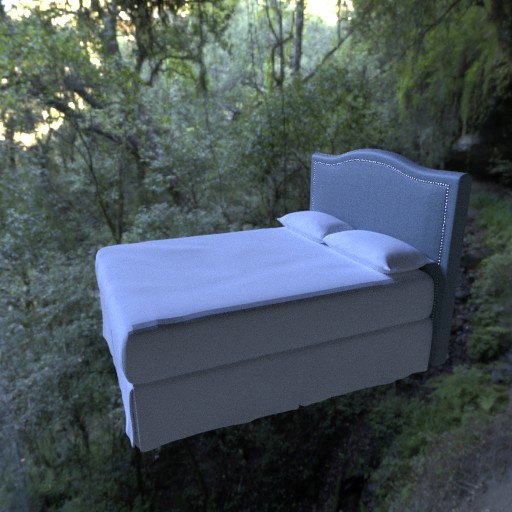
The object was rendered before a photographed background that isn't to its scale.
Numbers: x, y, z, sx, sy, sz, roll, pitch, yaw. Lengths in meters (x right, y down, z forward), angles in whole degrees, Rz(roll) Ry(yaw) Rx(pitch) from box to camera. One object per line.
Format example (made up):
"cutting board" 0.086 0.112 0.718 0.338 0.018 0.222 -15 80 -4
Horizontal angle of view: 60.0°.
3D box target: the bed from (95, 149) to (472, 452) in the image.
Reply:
"bed" 0.000 0.000 3.225 2.143 1.460 1.753 -8 19 -23
